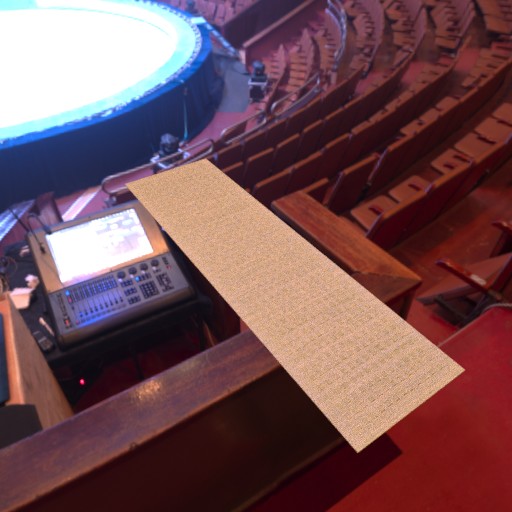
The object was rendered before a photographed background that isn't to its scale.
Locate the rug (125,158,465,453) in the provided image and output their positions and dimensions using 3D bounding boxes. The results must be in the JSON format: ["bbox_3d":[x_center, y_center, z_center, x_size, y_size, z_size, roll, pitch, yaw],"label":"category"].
[{"bbox_3d":[0.000,0.000,2.673,0.686,0.006,2.437,-24,46,-25],"label":"rug"}]
